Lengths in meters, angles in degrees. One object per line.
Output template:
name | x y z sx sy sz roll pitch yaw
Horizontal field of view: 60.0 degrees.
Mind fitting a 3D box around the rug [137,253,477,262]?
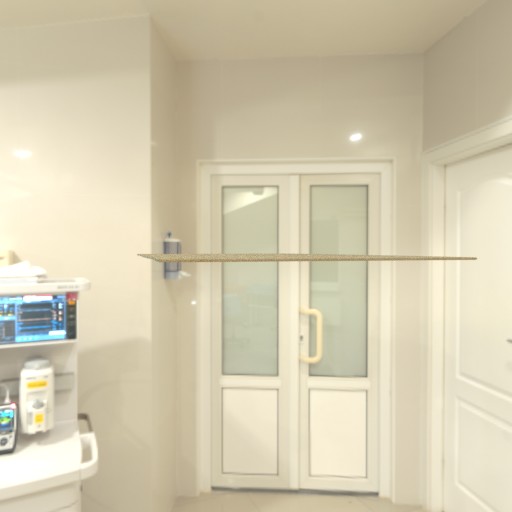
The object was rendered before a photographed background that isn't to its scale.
rug | 0.000 0.000 3.110 1.540 0.012 2.448 0 1 -17
